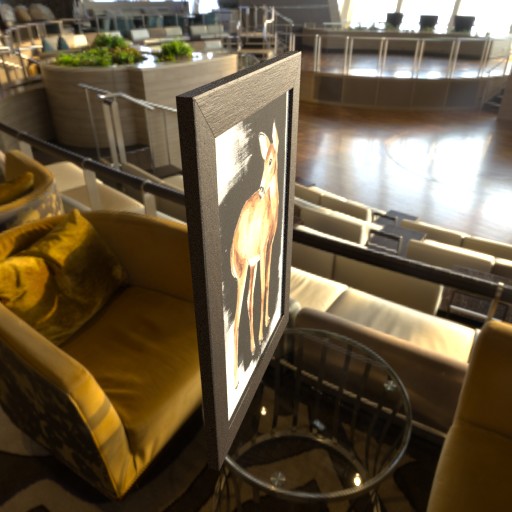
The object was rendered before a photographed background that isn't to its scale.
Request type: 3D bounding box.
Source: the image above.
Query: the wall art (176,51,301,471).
[{"bbox_3d":[0.000,0.000,0.650,0.017,0.513,0.359,10,32,17],"label":"wall art"}]
